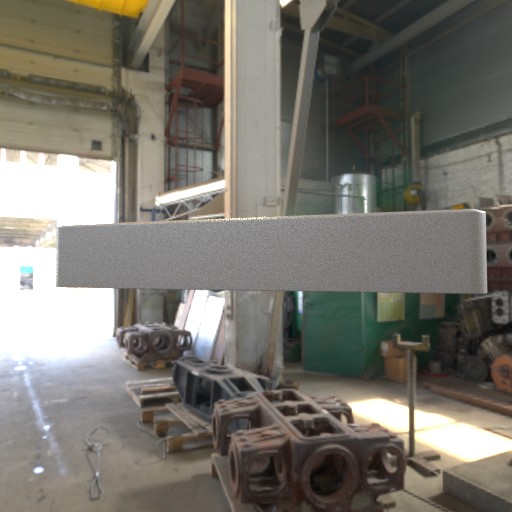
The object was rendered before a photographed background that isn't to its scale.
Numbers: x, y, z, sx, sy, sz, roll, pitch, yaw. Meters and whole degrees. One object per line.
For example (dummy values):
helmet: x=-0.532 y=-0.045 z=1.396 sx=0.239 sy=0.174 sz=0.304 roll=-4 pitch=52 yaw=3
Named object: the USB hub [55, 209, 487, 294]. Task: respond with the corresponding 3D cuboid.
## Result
USB hub: x=0.000 y=0.000 z=0.161 sx=0.145 sy=0.023 sz=0.044 roll=-1 pitch=-2 yaw=18
